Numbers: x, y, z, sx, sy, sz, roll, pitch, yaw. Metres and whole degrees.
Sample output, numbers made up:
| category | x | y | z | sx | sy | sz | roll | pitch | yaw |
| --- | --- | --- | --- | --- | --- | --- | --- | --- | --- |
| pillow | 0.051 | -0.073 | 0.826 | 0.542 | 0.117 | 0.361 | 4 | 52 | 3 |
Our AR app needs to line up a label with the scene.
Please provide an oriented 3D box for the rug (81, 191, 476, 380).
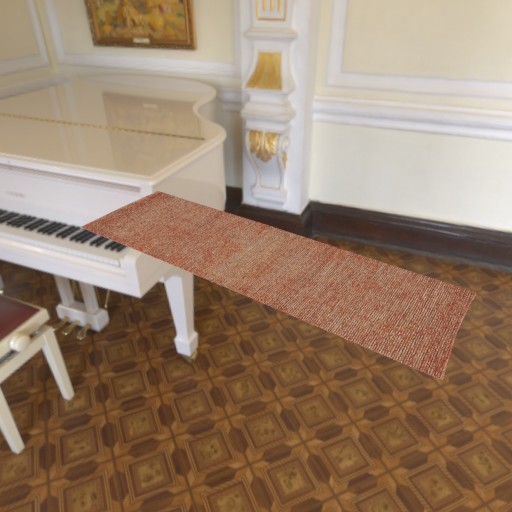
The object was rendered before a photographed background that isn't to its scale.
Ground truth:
| category | x | y | z | sx | sy | sz | roll | pitch | yaw |
| --- | --- | --- | --- | --- | --- | --- | --- | --- | --- |
| rug | 0.000 | 0.000 | 2.640 | 2.353 | 0.013 | 0.718 | 20 | 37 | 29 |
